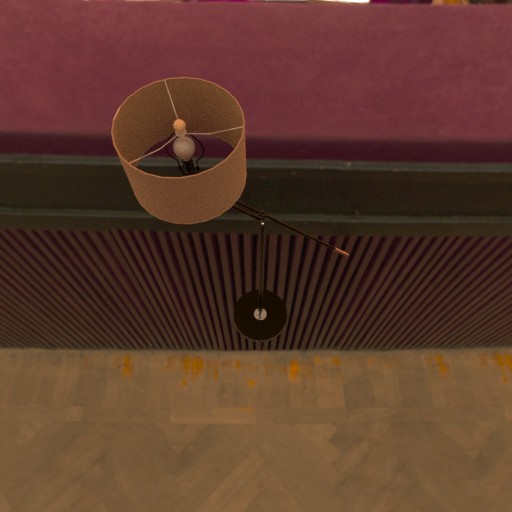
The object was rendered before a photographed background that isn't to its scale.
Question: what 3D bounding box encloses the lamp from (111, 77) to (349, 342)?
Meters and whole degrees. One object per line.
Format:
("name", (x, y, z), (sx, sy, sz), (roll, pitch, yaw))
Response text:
("lamp", (0.000, 0.000, 1.967), (0.809, 1.635, 0.373), (2, 63, 1))
